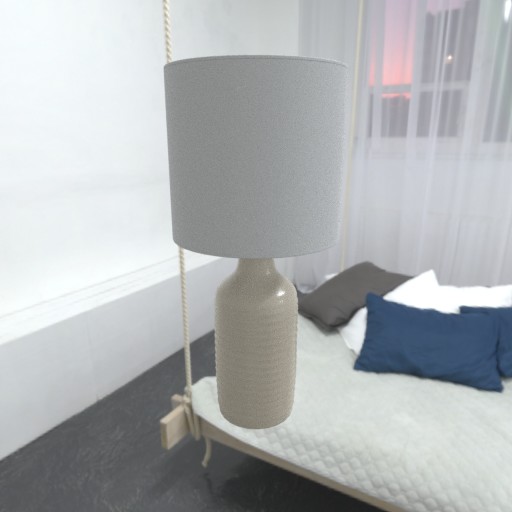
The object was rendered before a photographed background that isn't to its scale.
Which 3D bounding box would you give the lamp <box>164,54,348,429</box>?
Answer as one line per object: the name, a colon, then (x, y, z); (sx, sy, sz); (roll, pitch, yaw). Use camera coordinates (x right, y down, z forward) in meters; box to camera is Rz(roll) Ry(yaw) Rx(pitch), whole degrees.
lamp: (0.000, 0.000, 0.606); (0.220, 0.475, 0.220); (3, 17, 10)
